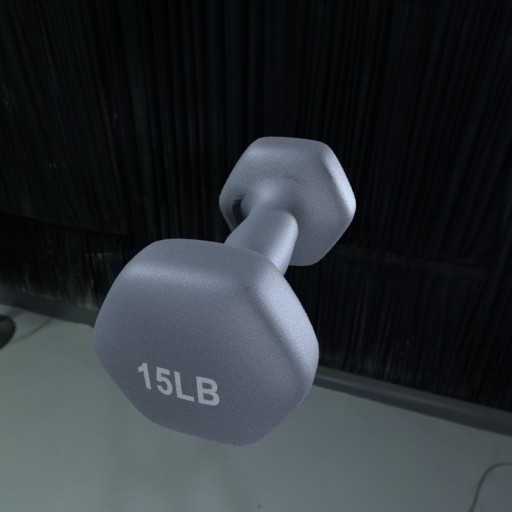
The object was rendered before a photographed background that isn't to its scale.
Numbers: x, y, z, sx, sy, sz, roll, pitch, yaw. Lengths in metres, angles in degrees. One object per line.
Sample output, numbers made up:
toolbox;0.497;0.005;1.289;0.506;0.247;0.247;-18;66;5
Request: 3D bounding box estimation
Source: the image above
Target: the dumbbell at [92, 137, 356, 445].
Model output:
dumbbell;0.000;0.000;0.299;0.116;0.105;0.240;9;32;15
